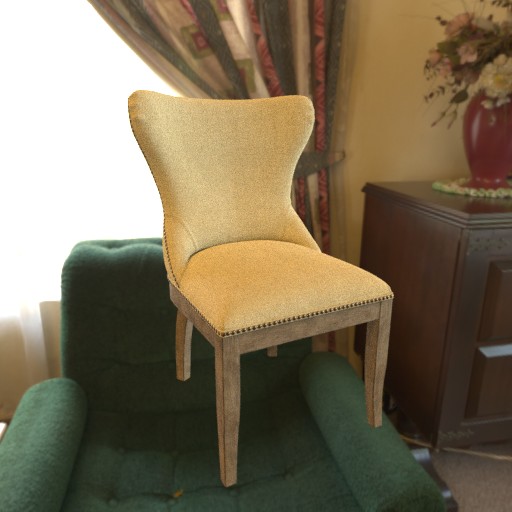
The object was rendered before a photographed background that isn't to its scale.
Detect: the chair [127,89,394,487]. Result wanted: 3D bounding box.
[{"bbox_3d":[0.000,0.000,1.409,0.654,1.002,0.681,-8,18,-27],"label":"chair"}]
